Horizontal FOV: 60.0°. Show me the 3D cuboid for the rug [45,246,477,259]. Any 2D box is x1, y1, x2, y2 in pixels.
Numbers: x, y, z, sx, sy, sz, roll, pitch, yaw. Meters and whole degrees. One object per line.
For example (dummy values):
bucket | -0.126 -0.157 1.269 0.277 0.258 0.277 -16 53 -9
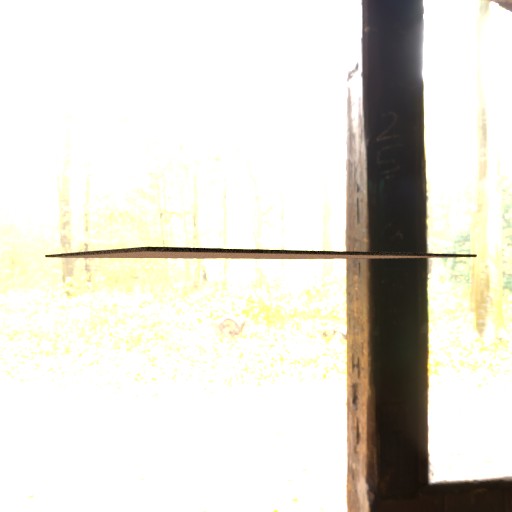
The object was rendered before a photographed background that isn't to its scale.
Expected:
rug | 0.000 0.000 3.927 3.000 0.025 2.401 1 -1 -36
